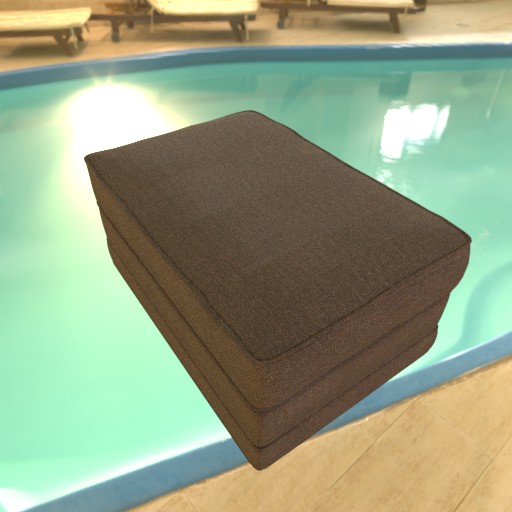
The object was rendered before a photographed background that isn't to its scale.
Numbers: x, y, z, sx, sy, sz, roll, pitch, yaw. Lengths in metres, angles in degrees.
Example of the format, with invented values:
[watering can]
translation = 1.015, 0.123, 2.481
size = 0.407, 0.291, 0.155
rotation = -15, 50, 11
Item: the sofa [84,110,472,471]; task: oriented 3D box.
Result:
[sofa]
translation = 0.000, 0.000, 1.199
size = 0.578, 0.457, 0.854
rotation = -25, 47, -26
